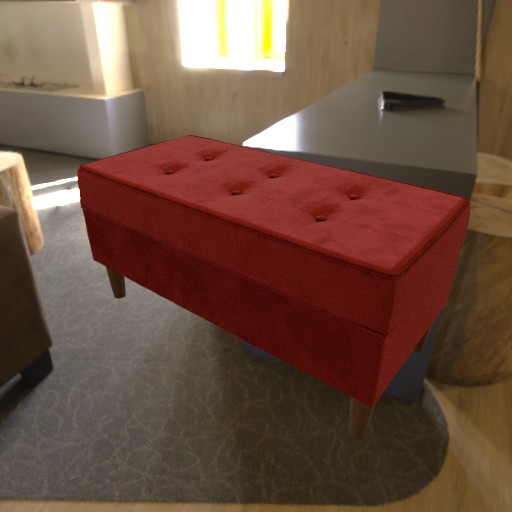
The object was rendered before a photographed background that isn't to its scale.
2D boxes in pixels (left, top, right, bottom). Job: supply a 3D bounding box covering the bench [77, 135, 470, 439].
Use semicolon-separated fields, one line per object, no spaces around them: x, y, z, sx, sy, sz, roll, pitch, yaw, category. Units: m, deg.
0.000;0.000;1.311;1.016;0.471;0.492;21;36;33;bench
